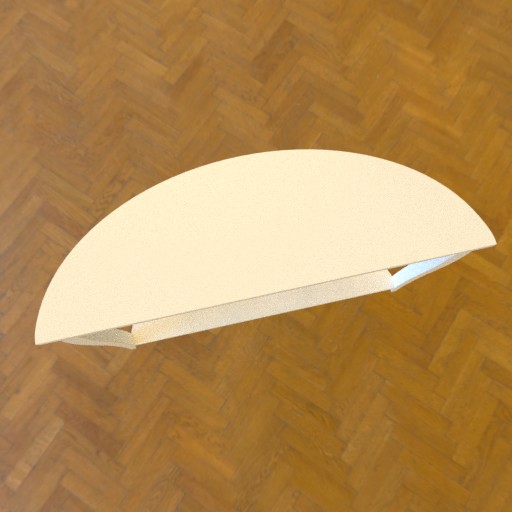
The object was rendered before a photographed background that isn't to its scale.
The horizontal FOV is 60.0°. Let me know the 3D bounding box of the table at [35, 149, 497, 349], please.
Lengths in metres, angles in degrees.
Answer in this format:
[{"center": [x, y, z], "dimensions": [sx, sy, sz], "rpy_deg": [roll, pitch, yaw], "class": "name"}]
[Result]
[{"center": [0.000, 0.000, 1.566], "dimensions": [1.219, 0.780, 0.394], "rpy_deg": [-12, 77, -3], "class": "table"}]
